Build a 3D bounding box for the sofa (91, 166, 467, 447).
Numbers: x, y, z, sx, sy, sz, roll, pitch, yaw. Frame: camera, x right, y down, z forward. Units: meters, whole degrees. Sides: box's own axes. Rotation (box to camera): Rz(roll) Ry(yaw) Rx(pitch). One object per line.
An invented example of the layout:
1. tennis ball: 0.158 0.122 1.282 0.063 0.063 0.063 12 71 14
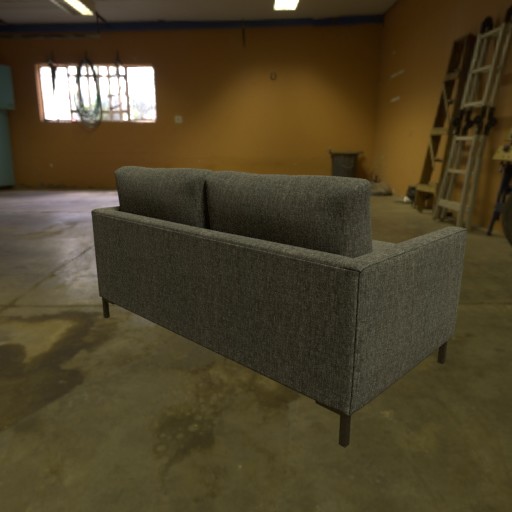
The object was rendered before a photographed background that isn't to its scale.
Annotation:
1. sofa: 0.000 0.000 2.190 1.716 0.862 0.866 13 19 42
